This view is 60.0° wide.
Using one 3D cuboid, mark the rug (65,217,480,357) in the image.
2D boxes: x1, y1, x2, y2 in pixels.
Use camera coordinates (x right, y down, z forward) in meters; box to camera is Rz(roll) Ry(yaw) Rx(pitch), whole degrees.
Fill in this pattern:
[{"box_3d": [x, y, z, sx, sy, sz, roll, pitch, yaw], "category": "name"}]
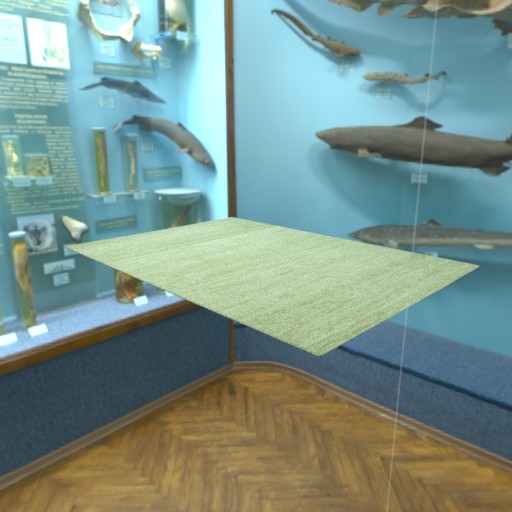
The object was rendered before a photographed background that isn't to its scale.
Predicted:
[{"box_3d": [0.000, 0.000, 2.937, 1.606, 0.017, 2.270, -15, 22, -43], "category": "rug"}]
